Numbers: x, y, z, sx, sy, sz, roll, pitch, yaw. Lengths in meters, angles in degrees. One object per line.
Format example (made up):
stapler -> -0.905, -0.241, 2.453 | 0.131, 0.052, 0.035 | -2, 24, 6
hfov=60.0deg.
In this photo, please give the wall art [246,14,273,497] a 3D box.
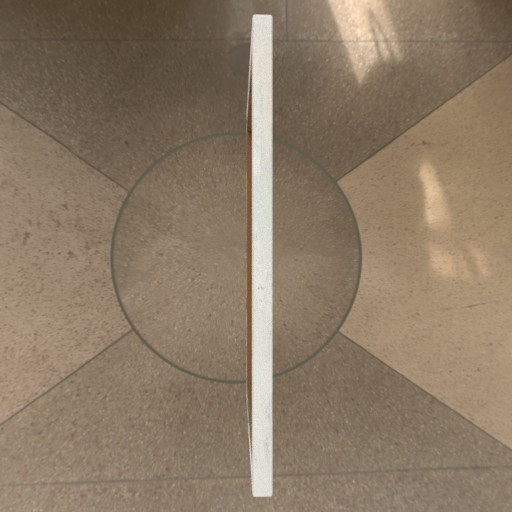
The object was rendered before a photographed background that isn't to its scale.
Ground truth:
wall art -> 0.000, 0.000, 1.141 | 0.038, 0.609, 0.913 | 0, 90, -2
